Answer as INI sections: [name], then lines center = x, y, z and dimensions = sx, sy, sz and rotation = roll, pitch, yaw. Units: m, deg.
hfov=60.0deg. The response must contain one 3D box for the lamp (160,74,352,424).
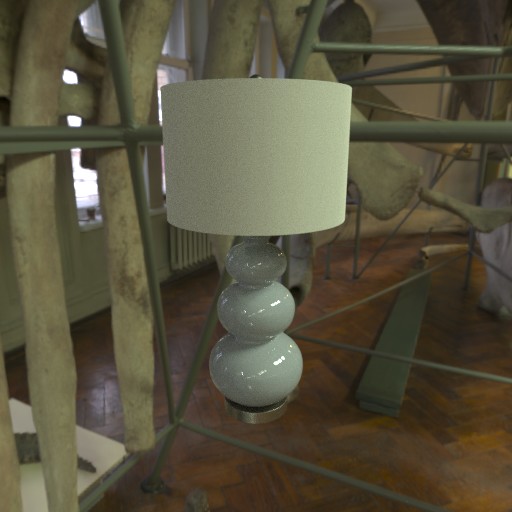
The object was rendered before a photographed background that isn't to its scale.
[lamp]
center = 0.000, 0.000, 0.956
dimensions = 0.367, 0.730, 0.367
rotation = 8, 17, 26
